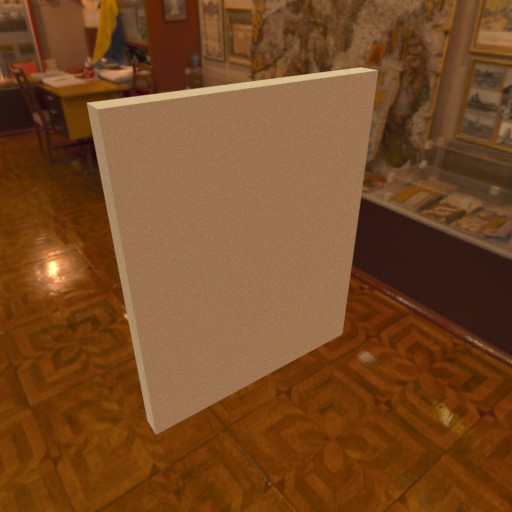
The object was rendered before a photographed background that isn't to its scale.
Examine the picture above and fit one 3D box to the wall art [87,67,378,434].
[{"bbox_3d":[0.000,0.000,0.752,0.451,0.553,0.039,-20,37,-30],"label":"wall art"}]
